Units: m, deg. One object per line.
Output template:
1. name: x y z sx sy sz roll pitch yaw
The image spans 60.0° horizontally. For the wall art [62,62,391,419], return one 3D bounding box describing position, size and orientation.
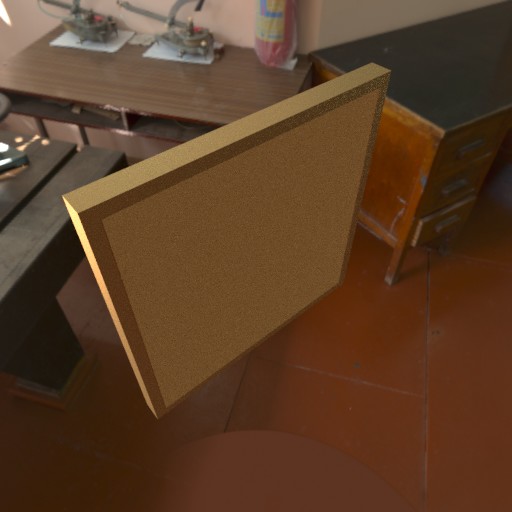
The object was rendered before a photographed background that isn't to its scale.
1. wall art: 0.000 0.000 1.919 1.284 1.284 0.095 -32 54 -26
